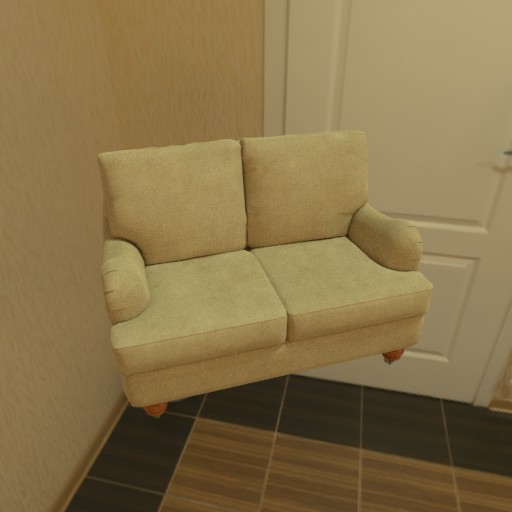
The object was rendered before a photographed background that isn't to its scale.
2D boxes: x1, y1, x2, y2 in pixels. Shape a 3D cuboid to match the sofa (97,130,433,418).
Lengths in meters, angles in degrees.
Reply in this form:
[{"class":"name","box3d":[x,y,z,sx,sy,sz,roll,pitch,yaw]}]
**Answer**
[{"class":"sofa","box3d":[0.000,0.000,2.307,1.498,1.087,1.086,-9,32,-14]}]
